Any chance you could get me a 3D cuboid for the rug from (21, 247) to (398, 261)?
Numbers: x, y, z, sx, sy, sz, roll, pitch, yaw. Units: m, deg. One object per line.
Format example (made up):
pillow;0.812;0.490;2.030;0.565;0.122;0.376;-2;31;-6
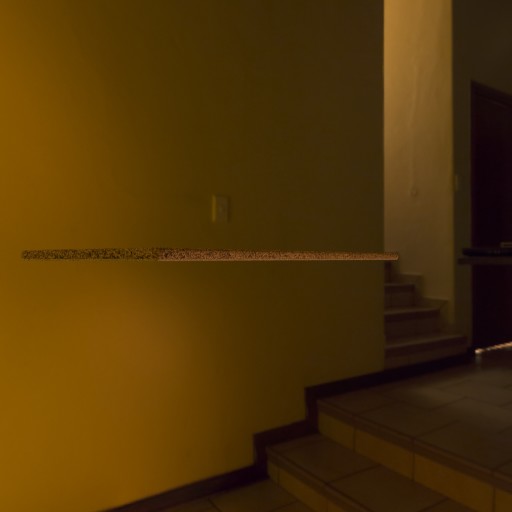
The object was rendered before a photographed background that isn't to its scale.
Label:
rug;0.000;0.000;1.738;0.609;0.030;1.524;0;0;37
